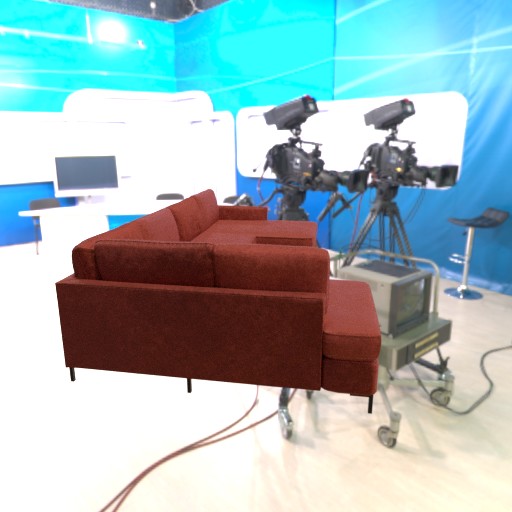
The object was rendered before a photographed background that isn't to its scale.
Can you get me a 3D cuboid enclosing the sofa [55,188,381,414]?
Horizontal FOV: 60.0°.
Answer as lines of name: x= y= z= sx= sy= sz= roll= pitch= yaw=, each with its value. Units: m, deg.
sofa: x=0.000 y=0.000 z=4.336 sx=2.055 sy=0.992 sz=3.434 roll=3 pitch=15 yaw=9
